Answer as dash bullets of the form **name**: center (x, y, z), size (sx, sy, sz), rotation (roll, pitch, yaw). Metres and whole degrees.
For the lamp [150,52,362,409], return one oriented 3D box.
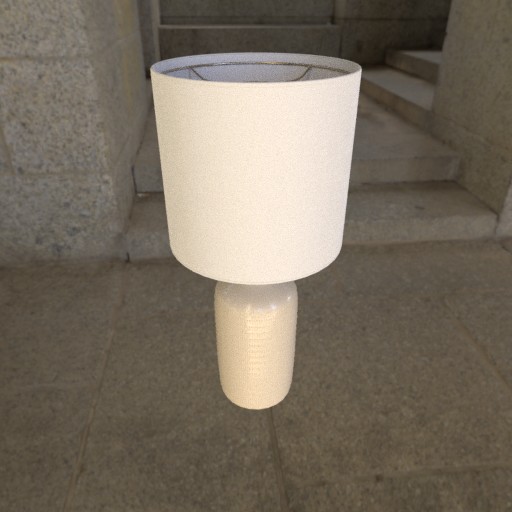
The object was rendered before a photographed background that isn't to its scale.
- **lamp**: center (0.000, 0.000, 0.594), size (0.220, 0.475, 0.220), rotation (-20, 36, -30)
